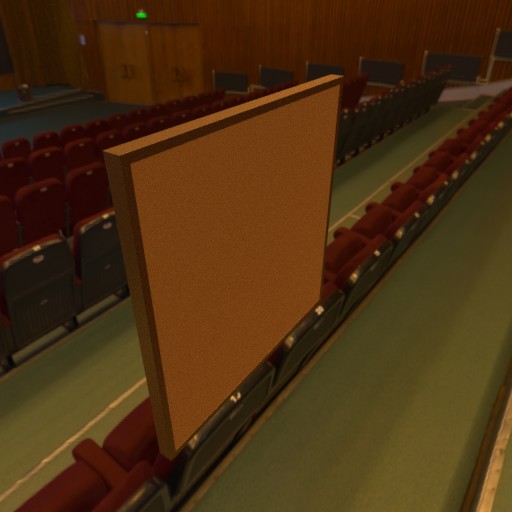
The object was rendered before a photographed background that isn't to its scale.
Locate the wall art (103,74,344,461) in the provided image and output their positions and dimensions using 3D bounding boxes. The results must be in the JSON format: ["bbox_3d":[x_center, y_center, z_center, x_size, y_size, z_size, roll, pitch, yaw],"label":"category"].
[{"bbox_3d":[0.000,0.000,1.138,0.038,0.762,0.762,21,38,29],"label":"wall art"}]
